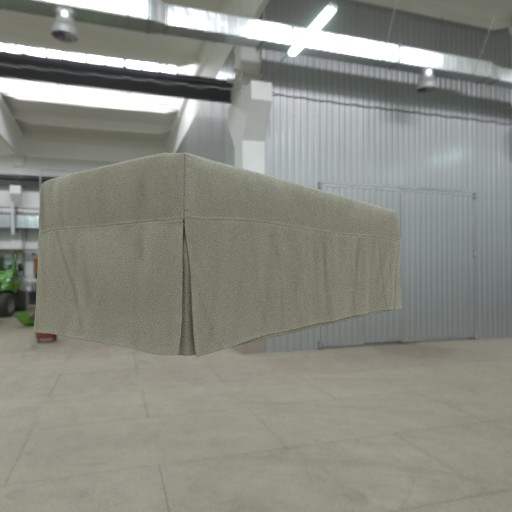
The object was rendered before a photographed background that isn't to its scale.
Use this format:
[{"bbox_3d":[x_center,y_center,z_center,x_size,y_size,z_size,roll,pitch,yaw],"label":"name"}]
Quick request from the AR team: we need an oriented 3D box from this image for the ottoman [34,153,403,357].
[{"bbox_3d":[0.000,0.000,1.657,0.665,0.457,1.388,-1,-1,37],"label":"ottoman"}]
